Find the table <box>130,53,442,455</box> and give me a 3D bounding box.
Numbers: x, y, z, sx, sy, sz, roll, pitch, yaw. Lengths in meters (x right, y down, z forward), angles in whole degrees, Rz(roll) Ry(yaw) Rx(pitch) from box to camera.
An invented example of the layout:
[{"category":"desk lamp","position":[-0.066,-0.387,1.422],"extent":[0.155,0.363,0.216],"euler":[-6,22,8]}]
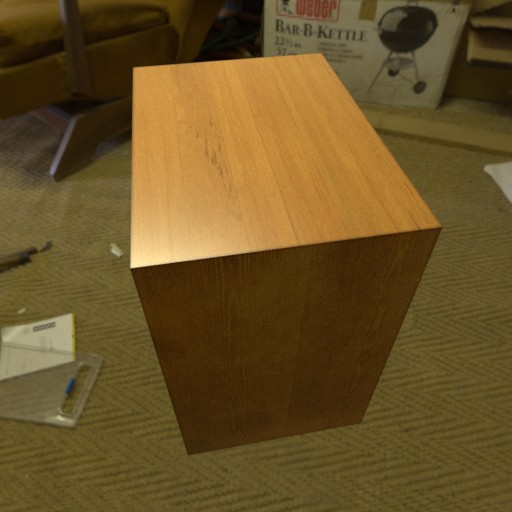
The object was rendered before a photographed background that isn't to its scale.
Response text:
[{"category":"table","position":[0.000,0.000,0.947],"extent":[0.400,0.605,0.550],"euler":[-8,47,-7]}]
